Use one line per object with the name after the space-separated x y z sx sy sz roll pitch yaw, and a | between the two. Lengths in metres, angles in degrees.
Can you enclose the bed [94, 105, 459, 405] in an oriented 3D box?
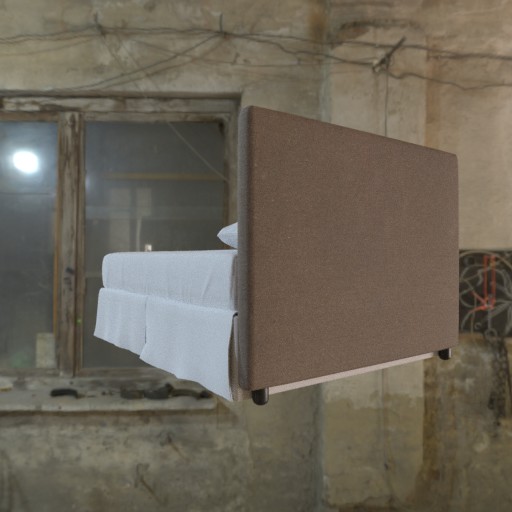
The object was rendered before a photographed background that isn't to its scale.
0.000 0.000 3.204 1.723 1.330 2.142 0 0 -36 | bed
